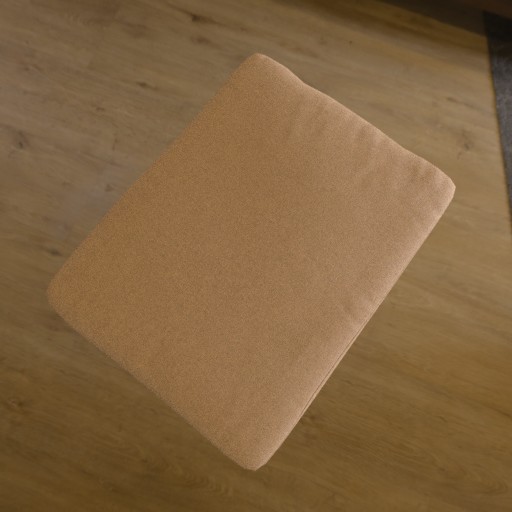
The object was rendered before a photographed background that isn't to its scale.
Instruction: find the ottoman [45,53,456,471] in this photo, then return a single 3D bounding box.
[{"bbox_3d":[0.000,0.000,1.311,0.692,0.511,0.902,37,79,8],"label":"ottoman"}]
